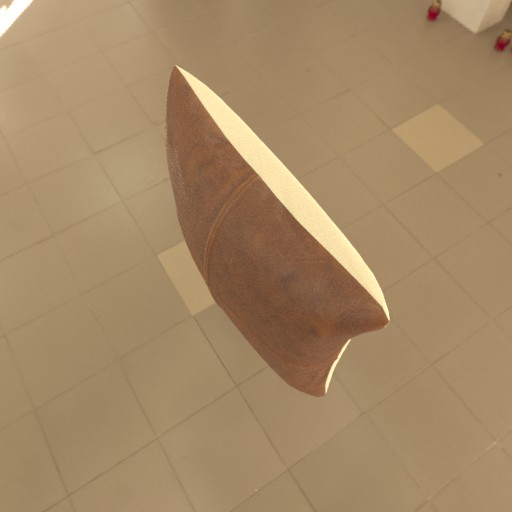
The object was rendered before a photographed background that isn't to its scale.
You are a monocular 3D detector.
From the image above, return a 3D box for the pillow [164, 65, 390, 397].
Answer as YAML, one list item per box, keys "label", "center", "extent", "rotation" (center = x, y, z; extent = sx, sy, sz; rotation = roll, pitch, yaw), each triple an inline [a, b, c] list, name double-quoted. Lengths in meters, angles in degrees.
- label: "pillow"
  center: [0.000, 0.000, 0.756]
  extent: [0.192, 0.470, 0.484]
  rotation: [-30, 66, -15]
